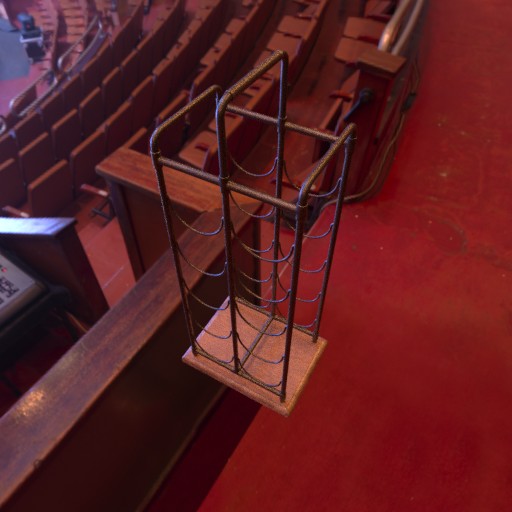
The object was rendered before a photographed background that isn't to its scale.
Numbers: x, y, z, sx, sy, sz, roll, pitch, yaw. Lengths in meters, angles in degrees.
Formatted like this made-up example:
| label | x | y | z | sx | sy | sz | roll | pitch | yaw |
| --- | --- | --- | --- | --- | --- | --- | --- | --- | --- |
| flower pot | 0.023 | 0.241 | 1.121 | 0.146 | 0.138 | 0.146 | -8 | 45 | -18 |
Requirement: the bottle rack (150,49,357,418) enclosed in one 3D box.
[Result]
| label | x | y | z | sx | sy | sz | roll | pitch | yaw |
| --- | --- | --- | --- | --- | --- | --- | --- | --- | --- |
| bottle rack | 0.000 | 0.000 | 0.796 | 0.276 | 0.680 | 0.208 | 23 | 52 | 19 |
